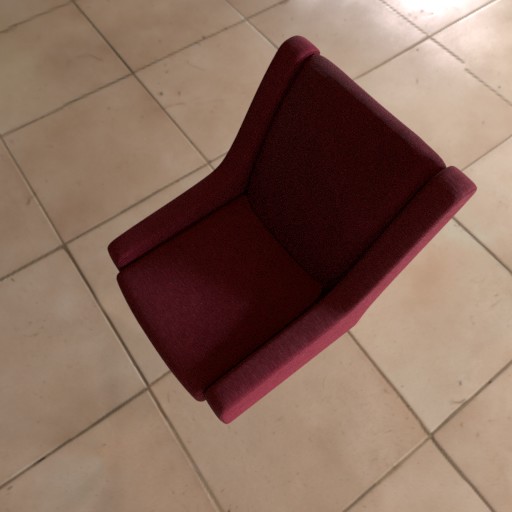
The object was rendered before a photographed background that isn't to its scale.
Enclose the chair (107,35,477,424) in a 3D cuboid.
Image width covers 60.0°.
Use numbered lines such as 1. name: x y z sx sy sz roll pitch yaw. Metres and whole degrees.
1. chair: 0.000 0.000 1.673 0.985 1.017 0.793 -34 69 -15
